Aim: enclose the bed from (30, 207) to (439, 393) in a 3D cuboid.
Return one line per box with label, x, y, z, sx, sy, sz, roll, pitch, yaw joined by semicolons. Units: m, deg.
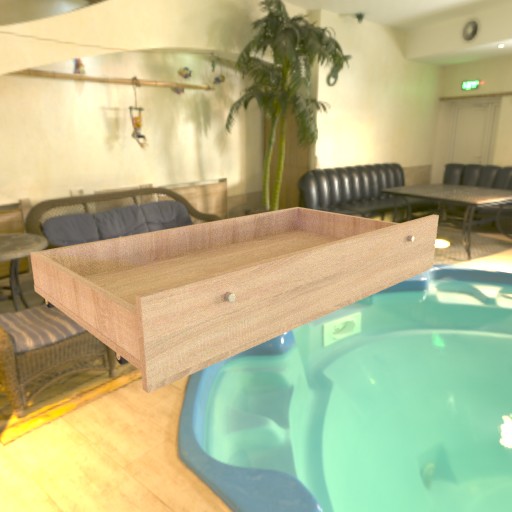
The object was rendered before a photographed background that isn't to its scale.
bed;0.000;0.000;1.468;1.200;0.209;0.685;-14;21;-41
